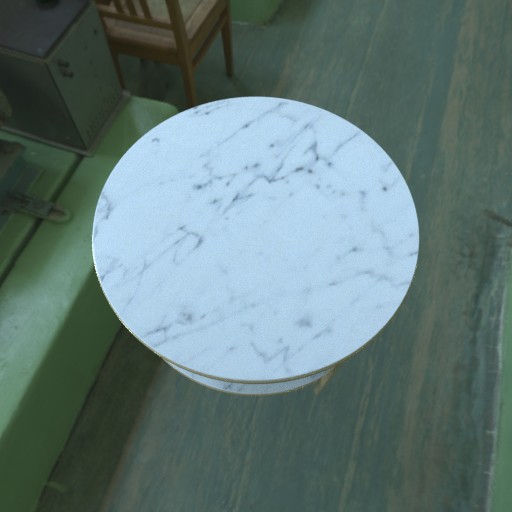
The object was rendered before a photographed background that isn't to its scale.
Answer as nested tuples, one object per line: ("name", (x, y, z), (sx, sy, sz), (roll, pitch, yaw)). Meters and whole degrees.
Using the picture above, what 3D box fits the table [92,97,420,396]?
("table", (0.000, 0.000, 1.291), (0.800, 0.450, 0.800), (0, 64, 0))
